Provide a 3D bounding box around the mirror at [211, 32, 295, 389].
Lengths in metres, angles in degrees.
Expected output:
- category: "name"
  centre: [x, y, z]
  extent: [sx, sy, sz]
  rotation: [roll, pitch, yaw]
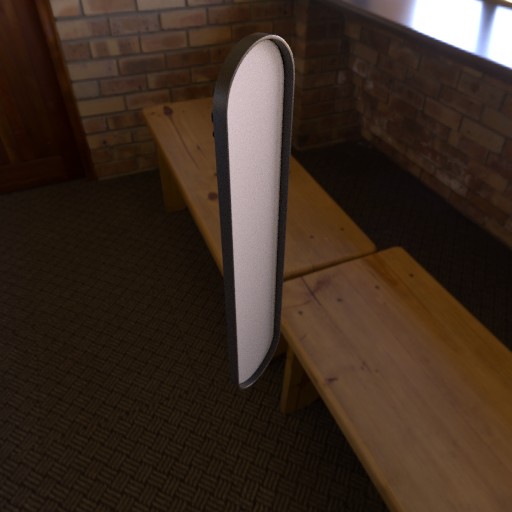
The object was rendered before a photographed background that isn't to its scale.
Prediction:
- category: "mirror"
  centre: [0.000, 0.000, 1.075]
  extent: [0.032, 0.991, 0.222]
  rotation: [25, 47, 26]
